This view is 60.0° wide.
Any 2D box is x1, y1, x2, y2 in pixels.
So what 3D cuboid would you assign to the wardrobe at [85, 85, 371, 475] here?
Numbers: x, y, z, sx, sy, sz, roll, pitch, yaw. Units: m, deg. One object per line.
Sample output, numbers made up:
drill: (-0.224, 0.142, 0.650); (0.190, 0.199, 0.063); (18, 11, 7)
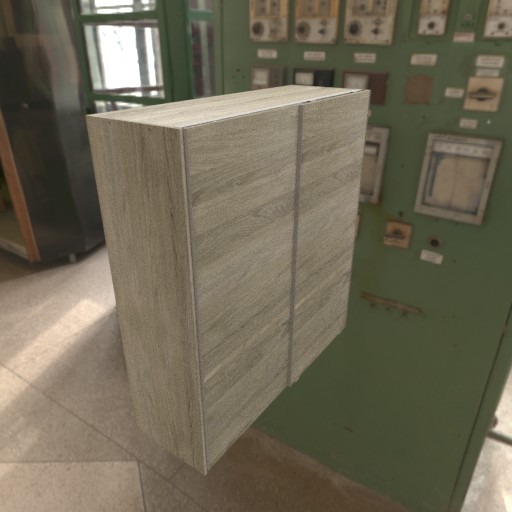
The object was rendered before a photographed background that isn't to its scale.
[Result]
wardrobe: (0.000, 0.000, 2.919); (0.629, 1.960, 1.780); (17, 31, 31)
